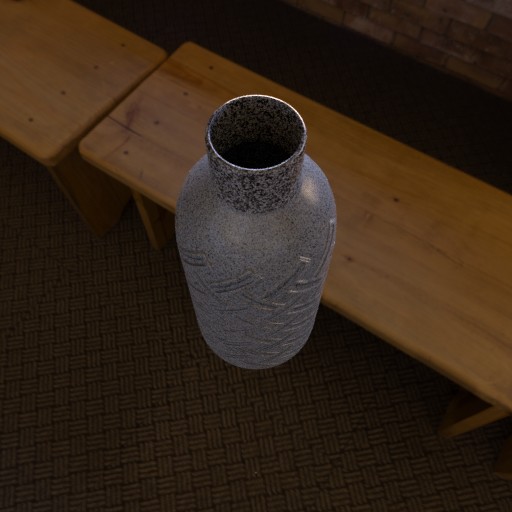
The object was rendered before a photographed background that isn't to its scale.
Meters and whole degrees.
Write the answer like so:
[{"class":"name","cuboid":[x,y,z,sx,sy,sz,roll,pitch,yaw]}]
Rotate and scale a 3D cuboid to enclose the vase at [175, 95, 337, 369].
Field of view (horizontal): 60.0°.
[{"class":"vase","cuboid":[0.000,0.000,0.347,0.122,0.282,0.122,0,64,0]}]
